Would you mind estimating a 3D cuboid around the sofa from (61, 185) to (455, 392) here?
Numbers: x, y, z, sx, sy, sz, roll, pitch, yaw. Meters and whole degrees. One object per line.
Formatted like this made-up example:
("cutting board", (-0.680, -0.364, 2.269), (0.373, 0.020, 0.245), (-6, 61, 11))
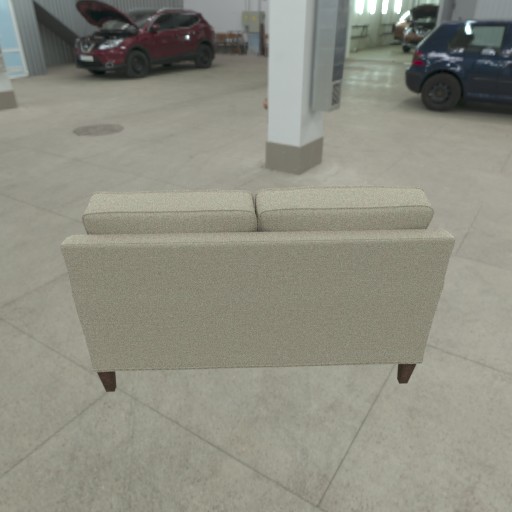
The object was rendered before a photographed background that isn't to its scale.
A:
("sofa", (0.000, 0.000, 2.304), (1.597, 1.003, 1.084), (-1, 29, -2))
